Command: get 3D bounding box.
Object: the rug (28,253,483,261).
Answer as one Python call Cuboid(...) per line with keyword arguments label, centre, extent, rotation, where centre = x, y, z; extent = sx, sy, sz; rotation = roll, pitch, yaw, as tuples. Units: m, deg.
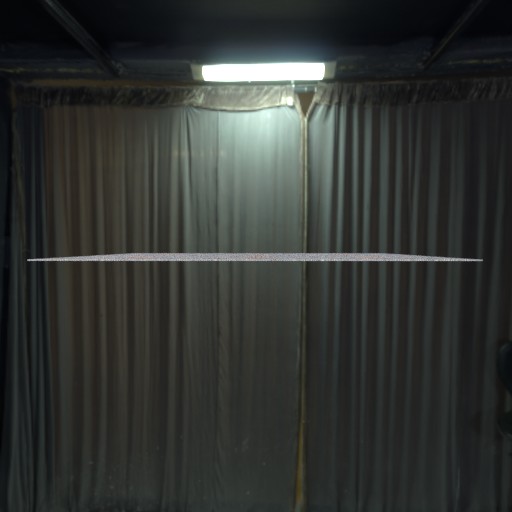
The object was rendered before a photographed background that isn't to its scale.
Cuboid(label="rug", centre=(0.000, 0.000, 4.163), extent=(3.035, 0.008, 2.425), rotation=(0, 1, 1))
